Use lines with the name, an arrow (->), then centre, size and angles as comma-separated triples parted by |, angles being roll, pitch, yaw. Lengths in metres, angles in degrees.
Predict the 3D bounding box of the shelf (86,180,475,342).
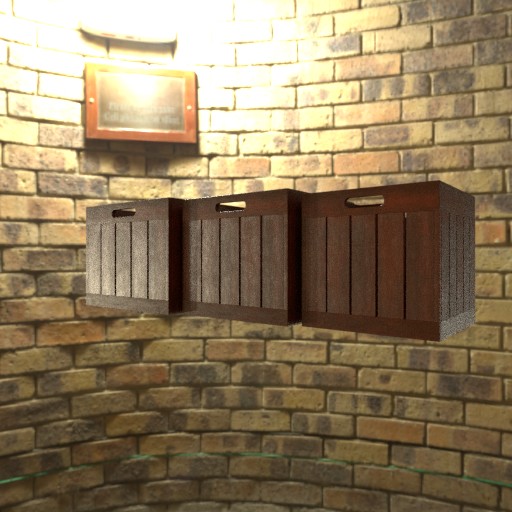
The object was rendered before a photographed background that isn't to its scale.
shelf -> 0.000, 0.000, 1.239 | 1.064, 0.311, 0.393 | 0, 0, 38
